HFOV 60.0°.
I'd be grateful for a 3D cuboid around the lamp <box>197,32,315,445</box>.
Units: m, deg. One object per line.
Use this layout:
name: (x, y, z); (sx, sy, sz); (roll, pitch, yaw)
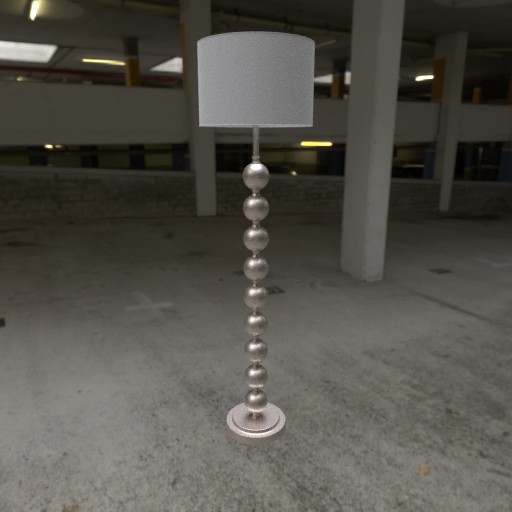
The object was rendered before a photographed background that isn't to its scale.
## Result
lamp: (0.000, 0.000, 1.672); (0.394, 1.474, 0.394); (-8, 17, -29)
